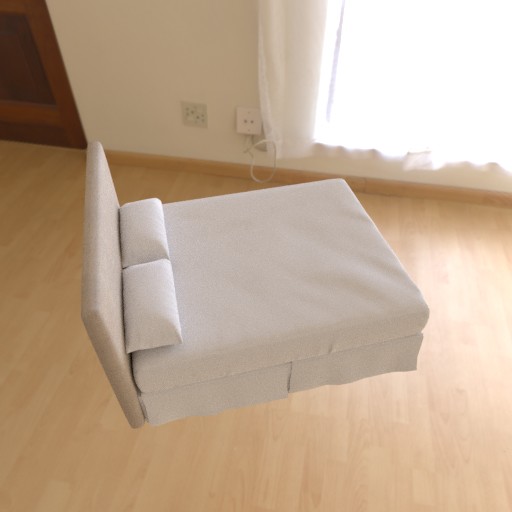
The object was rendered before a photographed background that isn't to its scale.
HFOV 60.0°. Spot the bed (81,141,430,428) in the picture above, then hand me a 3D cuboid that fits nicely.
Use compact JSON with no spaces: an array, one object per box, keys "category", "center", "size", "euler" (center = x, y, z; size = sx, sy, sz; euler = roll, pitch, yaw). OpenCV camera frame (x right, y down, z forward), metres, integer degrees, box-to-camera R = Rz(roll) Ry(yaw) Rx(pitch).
[{"category":"bed","center":[0.000,0.000,3.303],"size":[2.162,1.330,1.713],"euler":[-10,46,-10]}]
